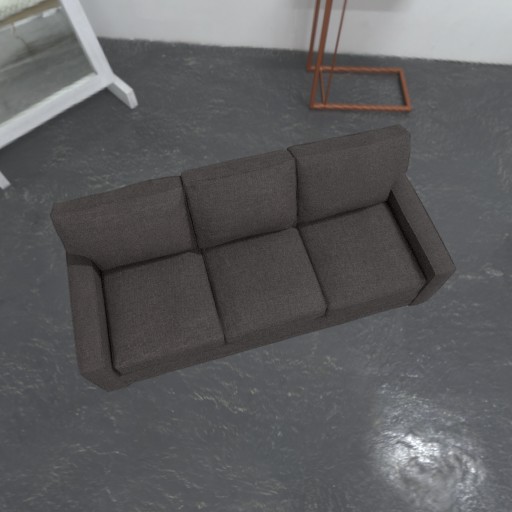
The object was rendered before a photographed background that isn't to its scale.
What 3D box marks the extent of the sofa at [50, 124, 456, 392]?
[{"bbox_3d":[0.000,0.000,2.937,2.369,0.978,1.004,-14,64,-7],"label":"sofa"}]
